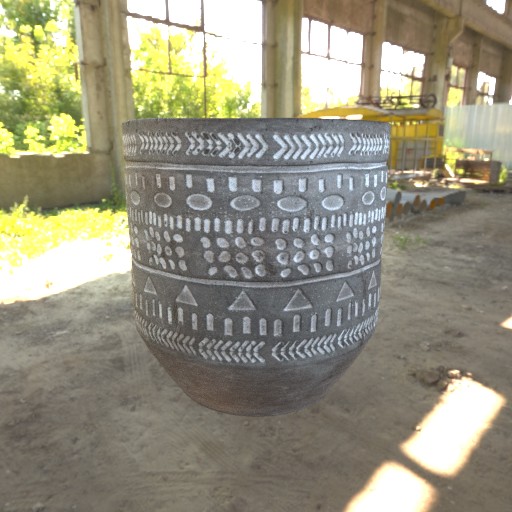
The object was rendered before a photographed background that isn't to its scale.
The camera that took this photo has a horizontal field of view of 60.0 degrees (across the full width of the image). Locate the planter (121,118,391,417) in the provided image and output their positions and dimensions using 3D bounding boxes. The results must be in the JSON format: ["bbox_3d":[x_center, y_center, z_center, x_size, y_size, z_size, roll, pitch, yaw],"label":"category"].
[{"bbox_3d":[0.000,0.000,0.222,0.122,0.128,0.122,0,15,0],"label":"planter"}]
